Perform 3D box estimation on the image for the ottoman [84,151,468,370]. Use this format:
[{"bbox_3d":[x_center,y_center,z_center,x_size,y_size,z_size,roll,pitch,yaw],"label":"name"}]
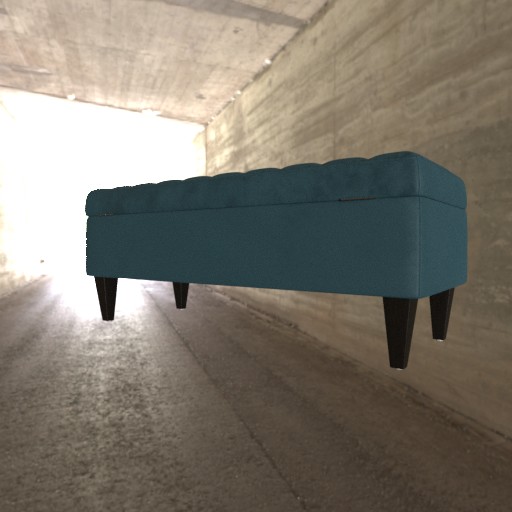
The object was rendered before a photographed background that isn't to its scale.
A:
[{"bbox_3d":[0.000,0.000,1.403,1.151,0.469,0.482,1,2,36],"label":"ottoman"}]
